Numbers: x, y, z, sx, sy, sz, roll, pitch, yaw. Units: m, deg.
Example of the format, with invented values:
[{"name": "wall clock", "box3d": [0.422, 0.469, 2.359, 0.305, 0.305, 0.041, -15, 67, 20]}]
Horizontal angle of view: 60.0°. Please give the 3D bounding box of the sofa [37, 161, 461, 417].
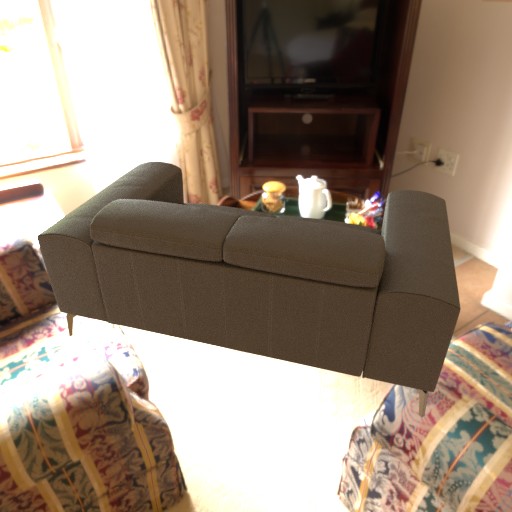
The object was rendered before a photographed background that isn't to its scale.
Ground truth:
[{"name": "sofa", "box3d": [0.000, 0.000, 2.371, 1.895, 0.779, 1.003, 9, 34, 14]}]
